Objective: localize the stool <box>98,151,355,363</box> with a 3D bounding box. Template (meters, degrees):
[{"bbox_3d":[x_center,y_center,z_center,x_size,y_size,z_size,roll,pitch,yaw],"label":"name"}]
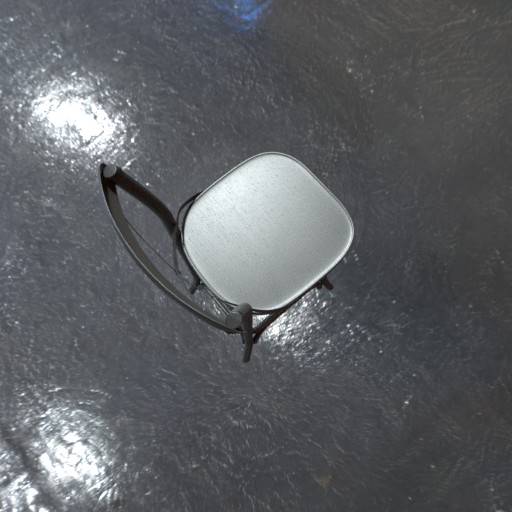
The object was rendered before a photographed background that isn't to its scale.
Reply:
[{"bbox_3d":[0.000,0.000,1.423,0.584,1.168,0.457,-39,77,-11],"label":"stool"}]
